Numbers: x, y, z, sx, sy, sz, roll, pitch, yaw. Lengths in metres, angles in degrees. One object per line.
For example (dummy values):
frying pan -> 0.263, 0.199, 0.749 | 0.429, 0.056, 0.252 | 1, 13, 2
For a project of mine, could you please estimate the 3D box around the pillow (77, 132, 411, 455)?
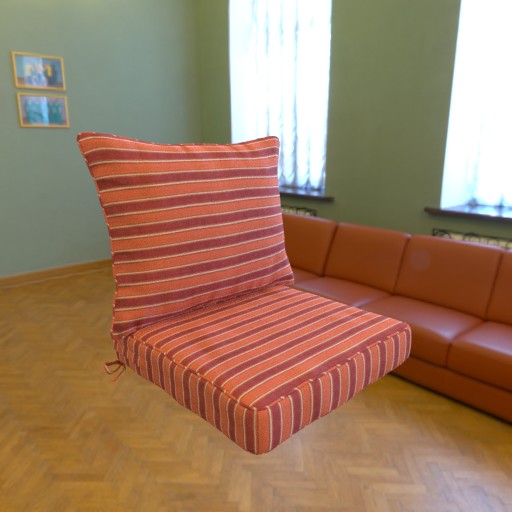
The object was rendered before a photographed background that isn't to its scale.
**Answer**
pillow -> 0.000, 0.000, 1.346 | 0.799, 0.723, 0.733 | -13, 19, -42
